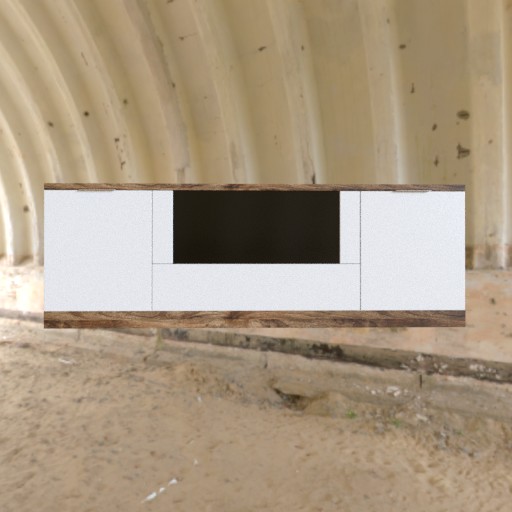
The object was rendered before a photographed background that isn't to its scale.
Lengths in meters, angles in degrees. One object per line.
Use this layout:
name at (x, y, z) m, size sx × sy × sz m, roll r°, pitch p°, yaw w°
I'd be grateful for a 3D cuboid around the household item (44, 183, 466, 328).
household item at (0.000, 0.000, 2.071) m, size 1.800 × 0.615 × 0.390 m, roll 0°, pitch 0°, yaw -1°
